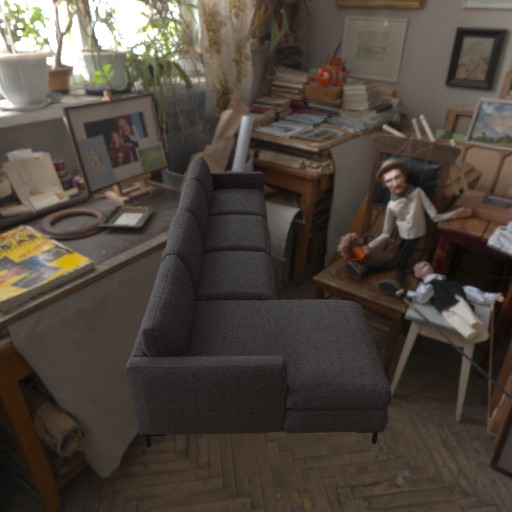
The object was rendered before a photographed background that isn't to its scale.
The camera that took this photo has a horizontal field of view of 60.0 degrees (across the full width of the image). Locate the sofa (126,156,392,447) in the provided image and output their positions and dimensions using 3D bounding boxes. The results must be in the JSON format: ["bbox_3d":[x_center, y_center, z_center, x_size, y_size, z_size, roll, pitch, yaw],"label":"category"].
[{"bbox_3d":[0.000,0.000,3.260,1.258,0.754,2.731,-1,30,-1],"label":"sofa"}]
